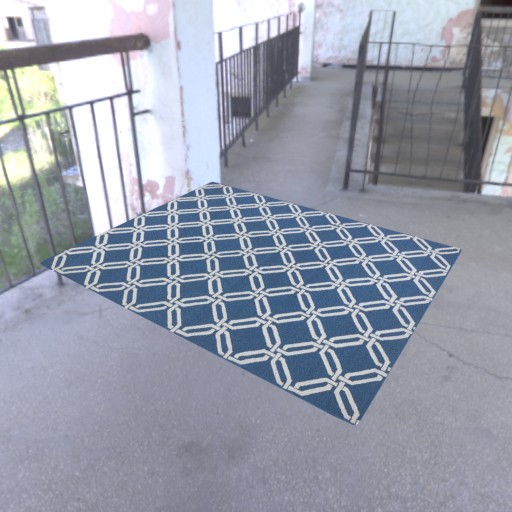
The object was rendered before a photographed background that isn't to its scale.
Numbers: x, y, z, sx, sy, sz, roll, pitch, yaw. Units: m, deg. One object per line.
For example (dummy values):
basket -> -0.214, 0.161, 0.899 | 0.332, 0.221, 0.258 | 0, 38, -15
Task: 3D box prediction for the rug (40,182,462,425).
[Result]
rug -> 0.000, 0.000, 3.814 | 2.867, 0.020, 2.277 | 20, 36, 29
